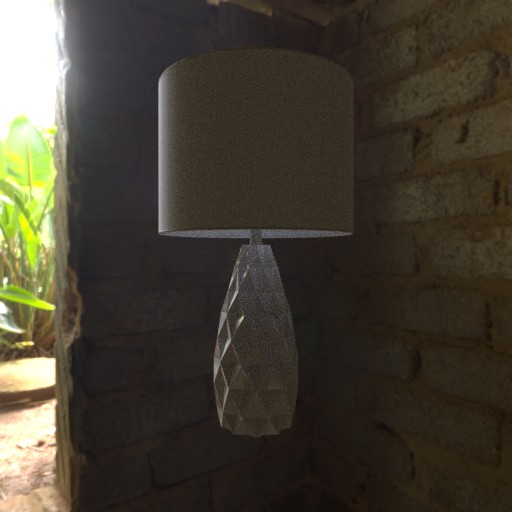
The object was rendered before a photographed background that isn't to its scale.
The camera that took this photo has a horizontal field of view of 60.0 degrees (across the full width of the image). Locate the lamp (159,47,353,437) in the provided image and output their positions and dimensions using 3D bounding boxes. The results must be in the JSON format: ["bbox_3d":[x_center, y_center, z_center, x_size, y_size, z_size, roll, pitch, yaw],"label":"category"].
[{"bbox_3d":[0.000,0.000,0.692,0.297,0.522,0.297,0,0,0],"label":"lamp"}]
